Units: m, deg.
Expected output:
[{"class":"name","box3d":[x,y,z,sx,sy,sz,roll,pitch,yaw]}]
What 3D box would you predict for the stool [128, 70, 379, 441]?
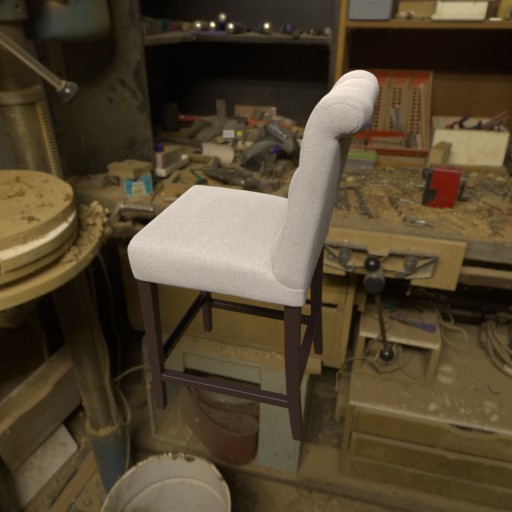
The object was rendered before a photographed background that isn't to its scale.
[{"class":"stool","box3d":[0.000,0.000,1.372,0.601,1.040,0.493,8,30,14]}]
